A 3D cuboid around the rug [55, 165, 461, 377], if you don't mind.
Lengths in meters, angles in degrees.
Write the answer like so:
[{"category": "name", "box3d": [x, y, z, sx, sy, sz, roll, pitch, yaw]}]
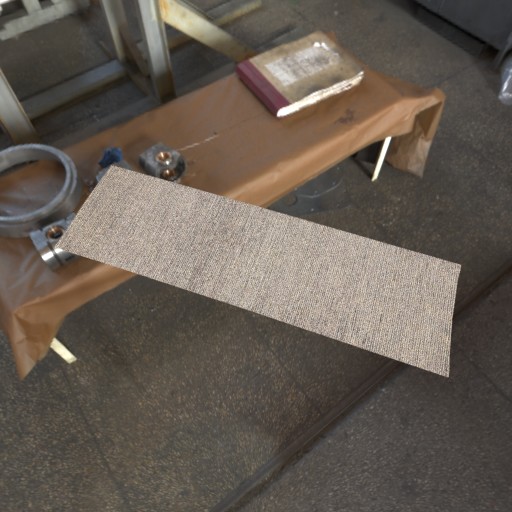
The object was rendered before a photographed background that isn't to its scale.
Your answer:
[{"category": "rug", "box3d": [0.000, 0.000, 2.632, 2.335, 0.013, 0.697, 17, 61, 10]}]
